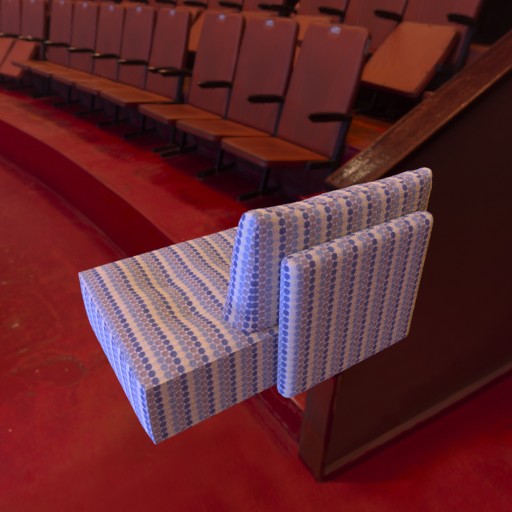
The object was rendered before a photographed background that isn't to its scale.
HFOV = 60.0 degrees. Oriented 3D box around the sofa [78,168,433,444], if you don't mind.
[{"bbox_3d":[0.000,0.000,2.071,1.450,0.820,1.000,-18,35,-28],"label":"sofa"}]
